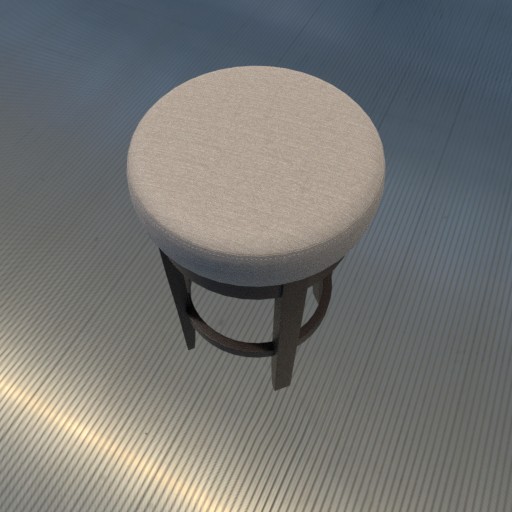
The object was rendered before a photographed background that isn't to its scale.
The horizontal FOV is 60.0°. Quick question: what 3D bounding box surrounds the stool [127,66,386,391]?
[{"bbox_3d":[0.000,0.000,1.037,0.443,0.757,0.443,0,59,0],"label":"stool"}]
